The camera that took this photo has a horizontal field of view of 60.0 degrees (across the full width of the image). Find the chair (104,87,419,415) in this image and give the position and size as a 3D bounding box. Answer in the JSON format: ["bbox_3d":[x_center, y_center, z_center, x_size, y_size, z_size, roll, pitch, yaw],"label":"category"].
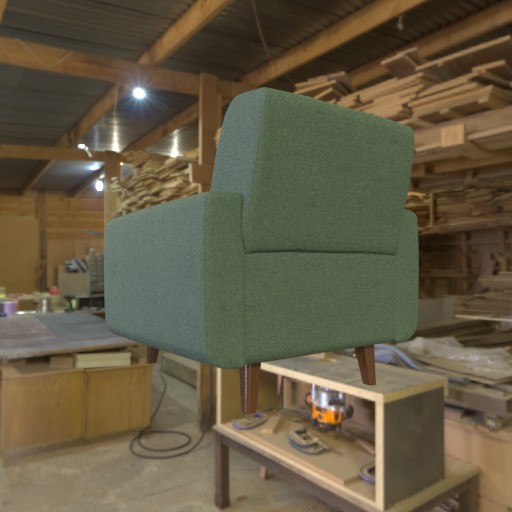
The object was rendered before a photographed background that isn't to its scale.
[{"bbox_3d":[0.000,0.000,1.578,0.831,0.841,0.909,0,-1,-35],"label":"chair"}]
